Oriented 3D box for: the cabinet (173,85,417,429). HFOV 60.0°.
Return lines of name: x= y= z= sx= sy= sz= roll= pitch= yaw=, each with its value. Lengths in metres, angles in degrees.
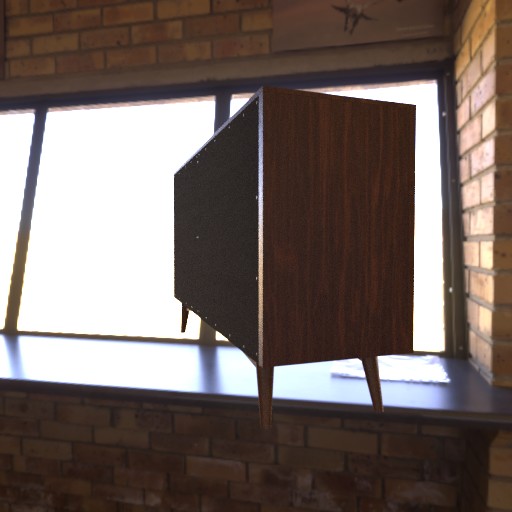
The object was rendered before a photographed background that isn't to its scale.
cabinet: x=0.000 y=0.000 z=1.993 sx=0.505 sy=0.940 sz=1.575 roll=-1 pitch=2 yaw=-19
